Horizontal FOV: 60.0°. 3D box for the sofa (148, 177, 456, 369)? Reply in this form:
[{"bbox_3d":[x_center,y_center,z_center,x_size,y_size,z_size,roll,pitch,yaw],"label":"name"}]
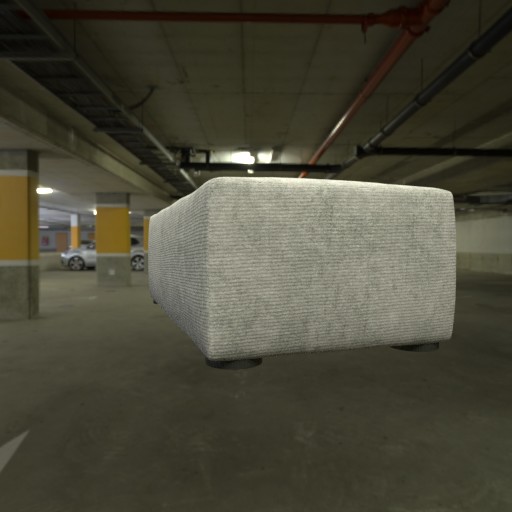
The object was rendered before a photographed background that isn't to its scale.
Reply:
[{"bbox_3d":[0.000,0.000,1.168,0.480,0.330,0.930,0,1,-19],"label":"sofa"}]
